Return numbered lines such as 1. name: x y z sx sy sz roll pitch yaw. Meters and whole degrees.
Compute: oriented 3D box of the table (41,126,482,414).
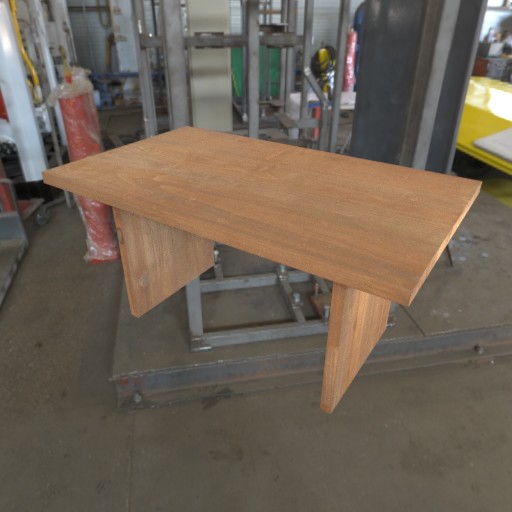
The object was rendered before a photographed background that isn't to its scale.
1. table: 0.000 0.000 2.071 1.609 0.780 0.946 19 35 29
